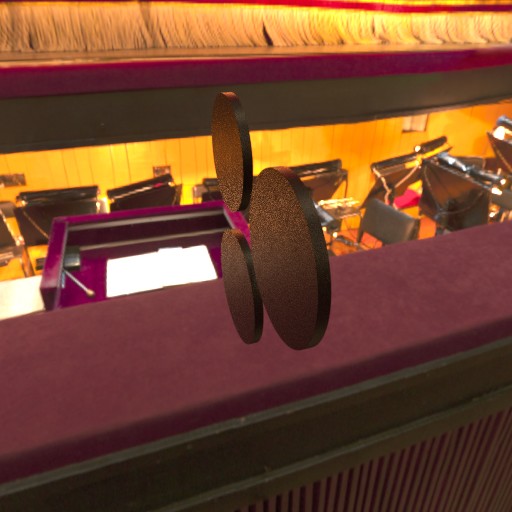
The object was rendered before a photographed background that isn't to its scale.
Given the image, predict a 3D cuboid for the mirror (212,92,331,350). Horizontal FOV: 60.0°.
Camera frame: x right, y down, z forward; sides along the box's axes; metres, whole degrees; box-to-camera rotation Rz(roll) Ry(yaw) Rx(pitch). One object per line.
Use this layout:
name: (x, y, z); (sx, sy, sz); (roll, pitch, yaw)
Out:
mirror: (0.000, 0.000, 3.289); (0.076, 2.096, 2.160); (-10, 31, -16)
